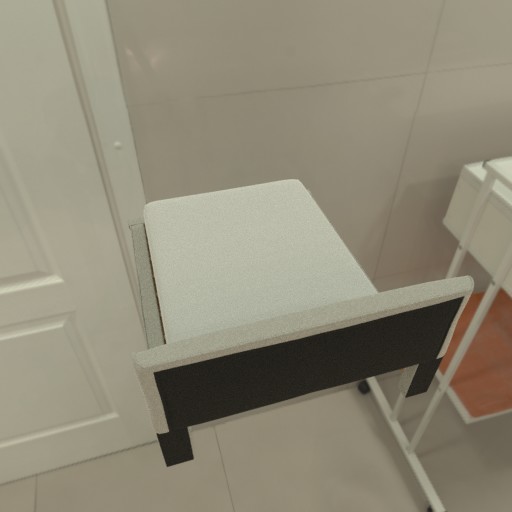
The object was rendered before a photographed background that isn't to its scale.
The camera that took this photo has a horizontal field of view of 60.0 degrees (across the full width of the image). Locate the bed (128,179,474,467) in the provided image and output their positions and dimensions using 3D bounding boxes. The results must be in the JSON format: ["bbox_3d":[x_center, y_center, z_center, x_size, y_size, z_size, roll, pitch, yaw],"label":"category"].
[{"bbox_3d":[0.000,0.000,3.342,1.840,1.067,2.368,-11,43,-12],"label":"bed"}]
